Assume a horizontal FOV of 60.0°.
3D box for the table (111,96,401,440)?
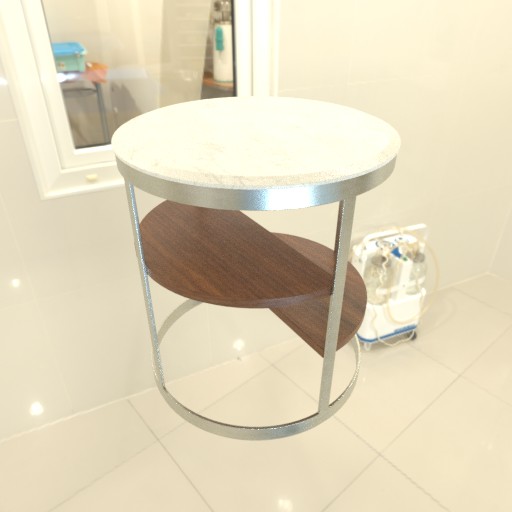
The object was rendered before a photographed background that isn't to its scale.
[{"bbox_3d":[0.000,0.000,0.762,0.407,0.447,0.407,0,32,0],"label":"table"}]
